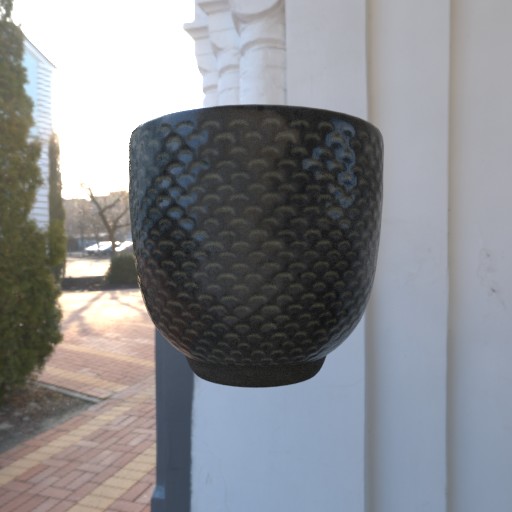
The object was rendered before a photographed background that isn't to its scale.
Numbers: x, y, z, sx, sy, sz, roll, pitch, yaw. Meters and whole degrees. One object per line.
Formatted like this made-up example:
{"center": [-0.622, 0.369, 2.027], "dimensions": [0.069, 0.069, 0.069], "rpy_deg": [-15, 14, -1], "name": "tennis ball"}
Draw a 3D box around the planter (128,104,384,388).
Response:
{"center": [0.000, 0.000, 0.312], "dimensions": [0.172, 0.160, 0.172], "rpy_deg": [0, 1, 0], "name": "planter"}
